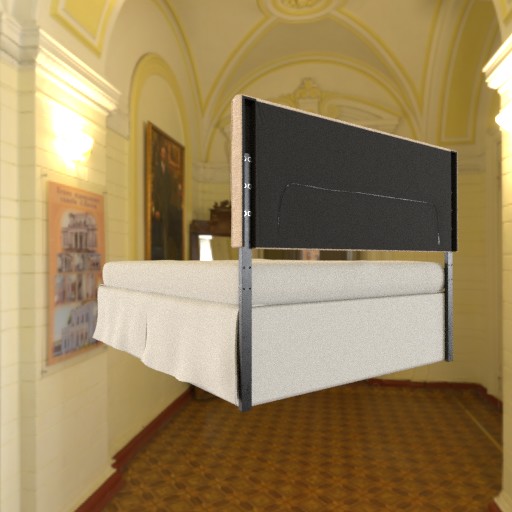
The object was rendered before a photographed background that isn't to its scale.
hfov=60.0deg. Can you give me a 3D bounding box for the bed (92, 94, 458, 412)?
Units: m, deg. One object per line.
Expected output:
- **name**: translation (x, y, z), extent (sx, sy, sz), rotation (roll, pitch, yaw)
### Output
- **bed**: translation (0.000, 0.000, 3.004), extent (1.643, 1.270, 1.978), rotation (0, -1, -36)
